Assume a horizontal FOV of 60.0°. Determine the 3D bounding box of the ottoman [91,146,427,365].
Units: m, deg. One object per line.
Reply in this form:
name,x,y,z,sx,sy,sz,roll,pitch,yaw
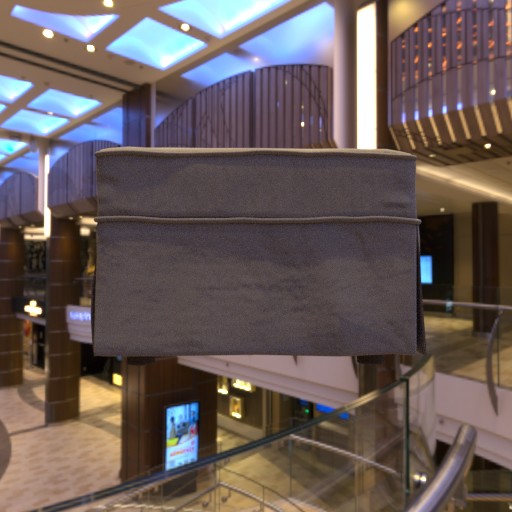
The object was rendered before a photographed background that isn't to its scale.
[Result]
ottoman,0.000,0.000,1.308,0.703,0.479,0.944,0,-1,-1
